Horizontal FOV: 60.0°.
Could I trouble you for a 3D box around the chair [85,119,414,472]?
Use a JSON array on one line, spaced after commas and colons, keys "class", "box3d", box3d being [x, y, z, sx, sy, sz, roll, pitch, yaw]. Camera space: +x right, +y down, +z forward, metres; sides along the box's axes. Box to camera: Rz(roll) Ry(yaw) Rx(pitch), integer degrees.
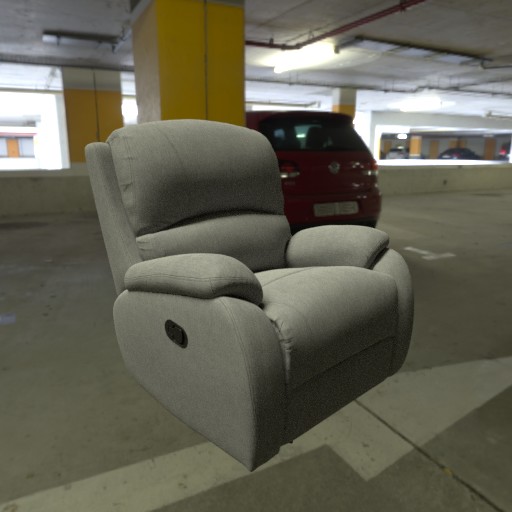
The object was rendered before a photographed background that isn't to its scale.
[{"class": "chair", "box3d": [0.000, 0.000, 1.665, 0.899, 1.011, 0.930, 13, 18, 44]}]
